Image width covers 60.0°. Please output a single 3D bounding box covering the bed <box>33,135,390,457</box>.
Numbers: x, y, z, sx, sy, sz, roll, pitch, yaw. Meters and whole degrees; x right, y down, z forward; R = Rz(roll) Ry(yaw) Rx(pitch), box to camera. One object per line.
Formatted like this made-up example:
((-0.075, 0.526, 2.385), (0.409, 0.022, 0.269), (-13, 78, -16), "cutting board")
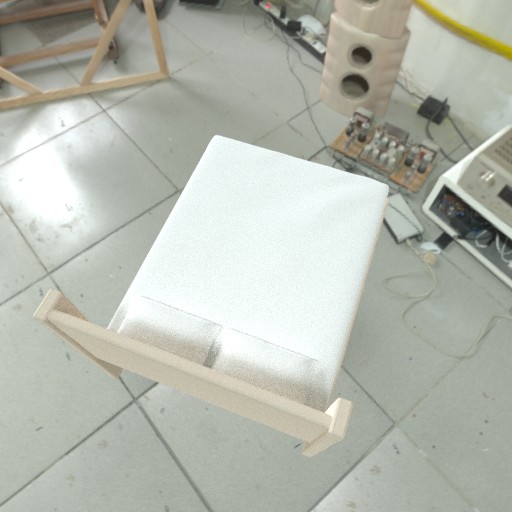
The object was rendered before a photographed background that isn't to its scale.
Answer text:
((0.000, 0.000, 3.433), (1.778, 1.471, 2.293), (18, 64, 9), "bed")
